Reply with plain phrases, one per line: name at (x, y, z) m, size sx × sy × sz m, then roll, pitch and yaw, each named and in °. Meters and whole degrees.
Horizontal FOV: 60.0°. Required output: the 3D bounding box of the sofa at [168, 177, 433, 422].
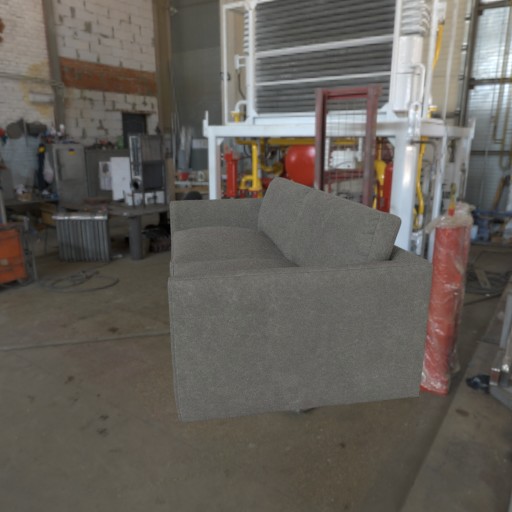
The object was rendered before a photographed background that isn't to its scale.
sofa at (0.000, 0.000, 2.838) m, size 1.092 × 0.838 × 2.257 m, roll -3°, pitch 15°, yaw -10°
